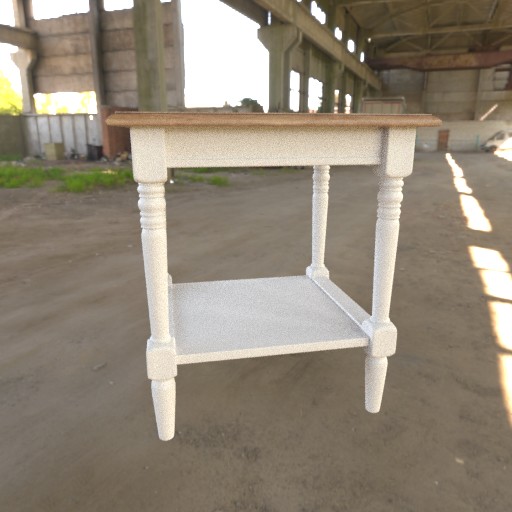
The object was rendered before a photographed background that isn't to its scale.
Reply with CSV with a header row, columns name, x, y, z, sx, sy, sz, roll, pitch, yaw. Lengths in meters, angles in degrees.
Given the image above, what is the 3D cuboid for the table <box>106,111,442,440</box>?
name,x,y,z,sx,sy,sz,roll,pitch,yaw
table,0.000,0.000,0.939,0.508,0.561,0.457,-3,16,-11
